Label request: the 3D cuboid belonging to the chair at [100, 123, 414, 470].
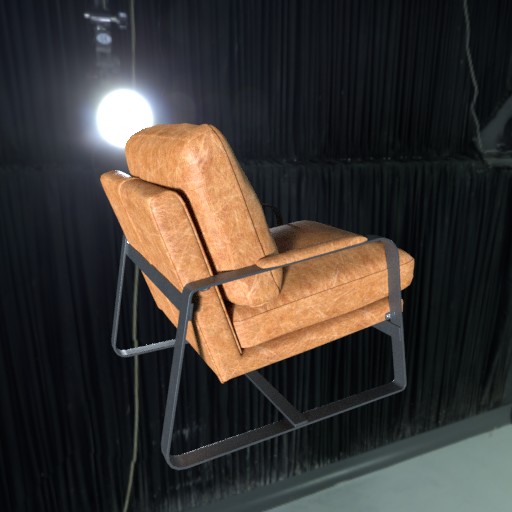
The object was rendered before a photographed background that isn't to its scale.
[{"bbox_3d":[0.000,0.000,1.364,0.801,0.777,0.651,-8,18,-27],"label":"chair"}]
